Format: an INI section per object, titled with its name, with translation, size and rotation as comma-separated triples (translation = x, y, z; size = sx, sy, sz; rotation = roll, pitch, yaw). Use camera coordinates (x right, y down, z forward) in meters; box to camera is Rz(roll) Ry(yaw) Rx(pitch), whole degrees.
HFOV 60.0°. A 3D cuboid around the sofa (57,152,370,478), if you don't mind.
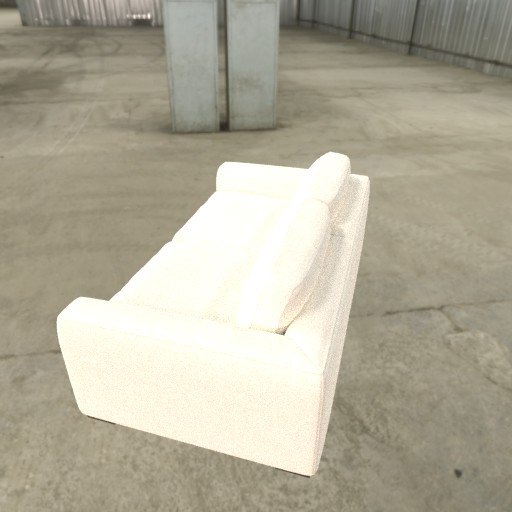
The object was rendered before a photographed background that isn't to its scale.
[sofa]
translation = 0.000, 0.000, 2.405
size = 1.069, 0.801, 1.920
rotation = 9, 32, 14
